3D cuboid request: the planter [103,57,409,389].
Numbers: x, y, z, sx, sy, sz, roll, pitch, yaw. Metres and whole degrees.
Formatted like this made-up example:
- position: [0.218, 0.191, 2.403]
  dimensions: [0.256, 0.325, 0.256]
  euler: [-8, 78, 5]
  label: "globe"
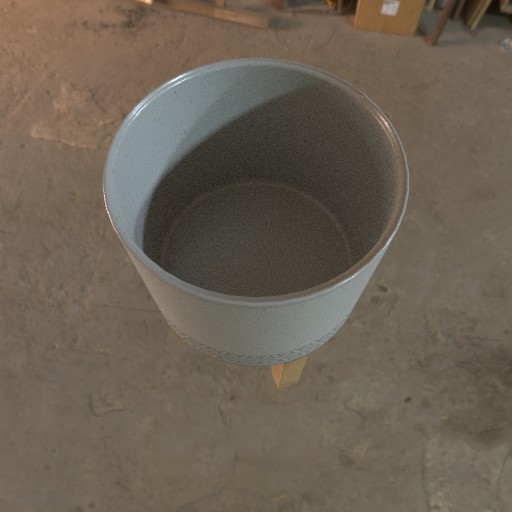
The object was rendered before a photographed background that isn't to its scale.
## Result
- position: [0.000, 0.000, 0.268]
  dimensions: [0.130, 0.178, 0.130]
  euler: [0, 63, 0]
  label: "planter"
